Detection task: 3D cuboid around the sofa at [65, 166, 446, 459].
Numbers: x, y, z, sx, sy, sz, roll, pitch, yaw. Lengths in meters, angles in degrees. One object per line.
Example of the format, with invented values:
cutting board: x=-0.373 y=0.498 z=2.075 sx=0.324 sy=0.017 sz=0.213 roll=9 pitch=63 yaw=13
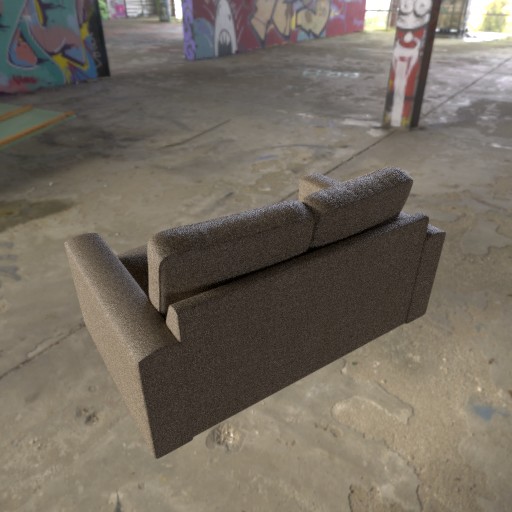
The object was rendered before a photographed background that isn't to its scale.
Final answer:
sofa: x=0.000 y=0.000 z=2.244 sx=1.616 sy=0.873 sz=1.016 roll=-19 pitch=37 yaw=-28
